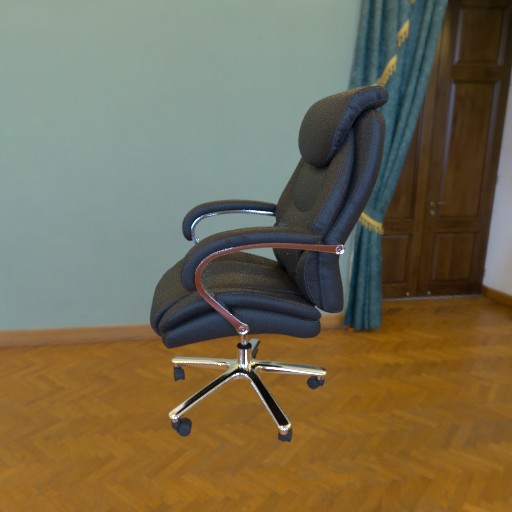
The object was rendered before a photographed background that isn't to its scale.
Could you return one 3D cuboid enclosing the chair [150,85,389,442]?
[{"bbox_3d":[0.000,0.000,1.674,0.790,1.183,0.755,-2,15,-9],"label":"chair"}]
